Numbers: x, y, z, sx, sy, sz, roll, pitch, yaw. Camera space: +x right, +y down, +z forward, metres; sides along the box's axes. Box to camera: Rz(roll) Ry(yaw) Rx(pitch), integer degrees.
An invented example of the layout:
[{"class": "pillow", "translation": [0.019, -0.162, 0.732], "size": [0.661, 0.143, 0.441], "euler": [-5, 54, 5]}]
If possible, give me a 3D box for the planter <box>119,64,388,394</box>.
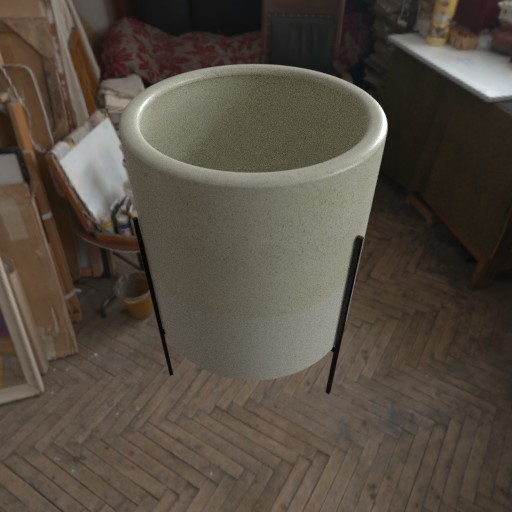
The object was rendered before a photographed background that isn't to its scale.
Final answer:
[{"class": "planter", "translation": [0.000, 0.000, 0.704], "size": [0.333, 0.483, 0.324], "euler": [27, 49, 27]}]
